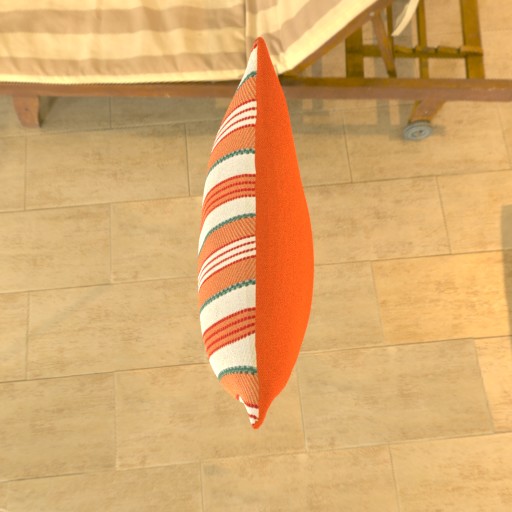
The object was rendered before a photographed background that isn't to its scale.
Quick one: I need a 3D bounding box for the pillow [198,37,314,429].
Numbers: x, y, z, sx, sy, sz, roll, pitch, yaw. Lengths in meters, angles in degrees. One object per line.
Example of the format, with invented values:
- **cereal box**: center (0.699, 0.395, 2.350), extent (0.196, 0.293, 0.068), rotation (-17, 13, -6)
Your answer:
- **pillow**: center (0.000, 0.000, 0.674), extent (0.182, 0.441, 0.440), rotation (1, 77, 0)
